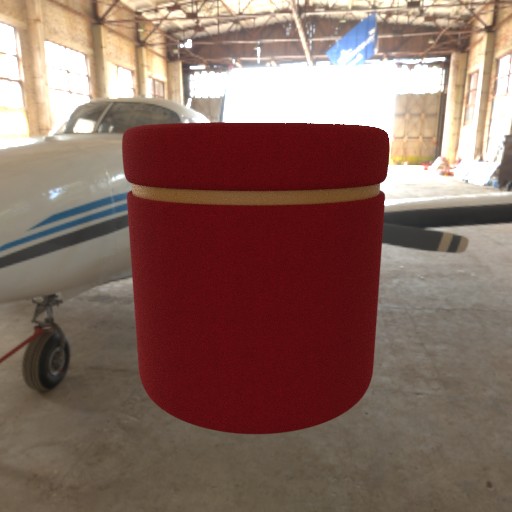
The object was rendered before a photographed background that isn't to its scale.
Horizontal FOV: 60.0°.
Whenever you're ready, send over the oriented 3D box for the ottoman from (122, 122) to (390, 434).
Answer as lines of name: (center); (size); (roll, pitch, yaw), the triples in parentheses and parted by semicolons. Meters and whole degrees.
ottoman: (0.000, 0.000, 0.730); (0.400, 0.406, 0.400); (0, 14, 0)
